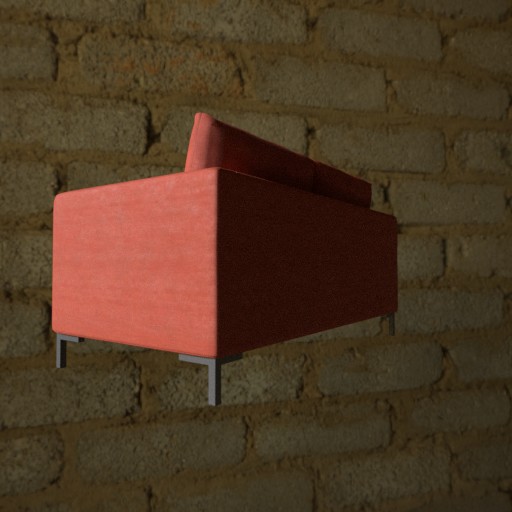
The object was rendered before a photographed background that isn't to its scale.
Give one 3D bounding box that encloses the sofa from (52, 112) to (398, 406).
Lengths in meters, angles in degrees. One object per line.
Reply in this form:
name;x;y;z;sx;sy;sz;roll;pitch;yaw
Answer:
sofa;0.000;0.000;2.097;0.864;0.896;1.574;0;0;35
